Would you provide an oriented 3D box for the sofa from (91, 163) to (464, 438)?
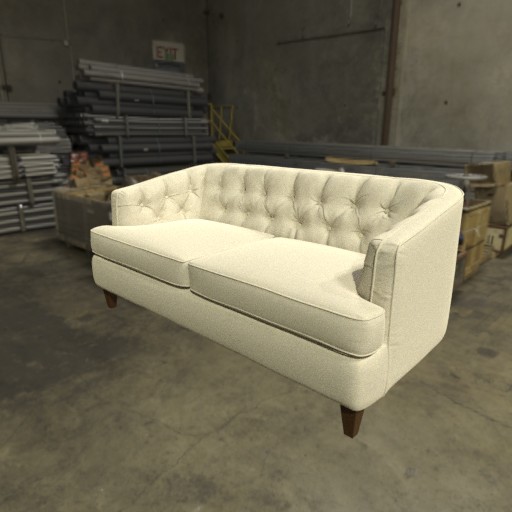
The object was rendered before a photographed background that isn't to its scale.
[{"bbox_3d":[0.000,0.000,2.192,1.733,0.855,0.941,15,22,41],"label":"sofa"}]
